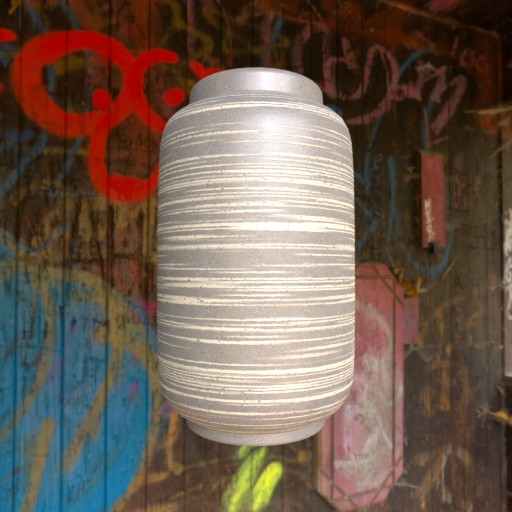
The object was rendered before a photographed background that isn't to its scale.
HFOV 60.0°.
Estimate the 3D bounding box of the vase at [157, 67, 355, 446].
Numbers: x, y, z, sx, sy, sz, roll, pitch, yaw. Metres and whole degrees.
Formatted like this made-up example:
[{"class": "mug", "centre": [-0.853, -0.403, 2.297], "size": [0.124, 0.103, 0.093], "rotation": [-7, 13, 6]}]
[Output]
[{"class": "vase", "centre": [0.000, 0.000, 0.681], "size": [0.297, 0.499, 0.297], "rotation": [0, -1, 0]}]
